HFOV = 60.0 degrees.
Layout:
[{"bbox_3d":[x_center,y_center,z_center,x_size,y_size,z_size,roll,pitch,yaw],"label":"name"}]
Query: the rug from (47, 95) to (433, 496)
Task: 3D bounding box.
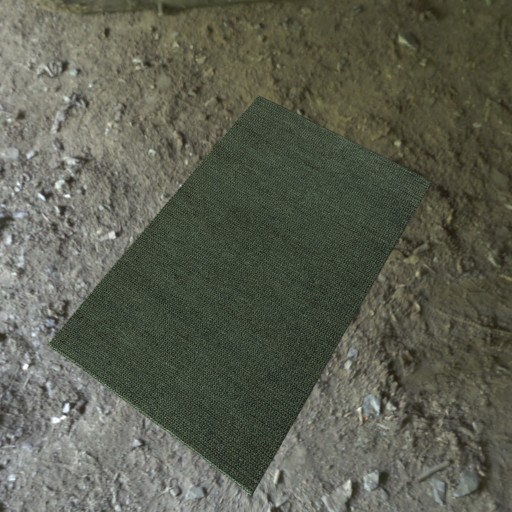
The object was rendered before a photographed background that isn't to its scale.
[{"bbox_3d":[0.000,0.000,3.015,1.538,0.021,2.443,31,69,13],"label":"rug"}]
